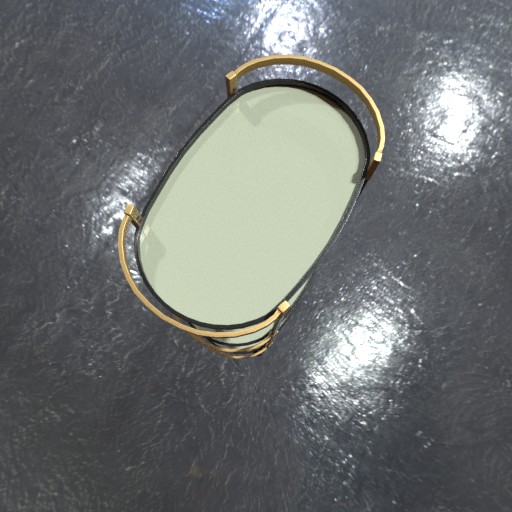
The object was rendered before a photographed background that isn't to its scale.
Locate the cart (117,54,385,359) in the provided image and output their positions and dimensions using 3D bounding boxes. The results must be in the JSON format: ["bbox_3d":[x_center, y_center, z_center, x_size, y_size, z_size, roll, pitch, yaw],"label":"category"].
[{"bbox_3d":[0.000,0.000,1.133,0.311,0.885,0.515,32,77,8],"label":"cart"}]
